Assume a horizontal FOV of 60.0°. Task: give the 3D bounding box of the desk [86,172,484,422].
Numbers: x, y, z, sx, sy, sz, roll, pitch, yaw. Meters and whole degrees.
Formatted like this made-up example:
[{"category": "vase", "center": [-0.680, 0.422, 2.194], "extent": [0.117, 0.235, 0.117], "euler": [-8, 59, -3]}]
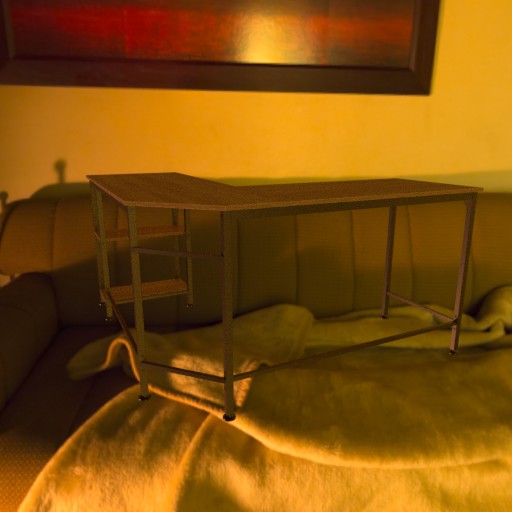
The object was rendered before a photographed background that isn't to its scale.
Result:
[{"category": "desk", "center": [0.000, 0.000, 2.195], "extent": [1.379, 0.739, 1.379], "euler": [-7, 17, -25]}]
